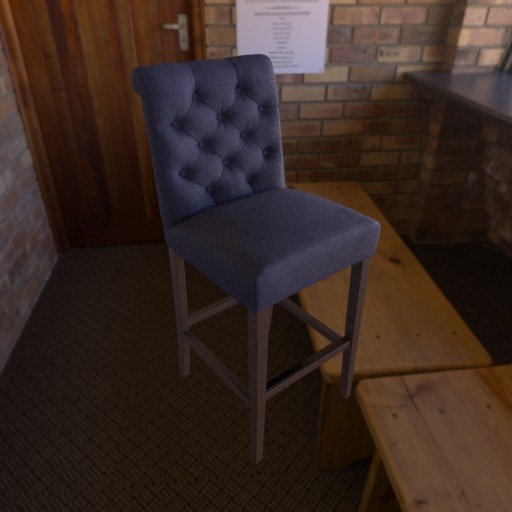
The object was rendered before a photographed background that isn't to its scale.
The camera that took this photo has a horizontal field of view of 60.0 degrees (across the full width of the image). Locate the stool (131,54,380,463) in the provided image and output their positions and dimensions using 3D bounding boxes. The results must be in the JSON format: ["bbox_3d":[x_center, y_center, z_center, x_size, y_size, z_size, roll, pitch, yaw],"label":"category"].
[{"bbox_3d":[0.000,0.000,1.452,0.493,1.140,0.601,-22,38,-32],"label":"stool"}]
